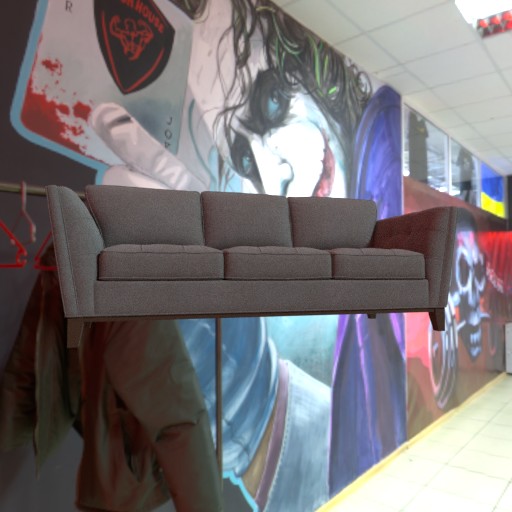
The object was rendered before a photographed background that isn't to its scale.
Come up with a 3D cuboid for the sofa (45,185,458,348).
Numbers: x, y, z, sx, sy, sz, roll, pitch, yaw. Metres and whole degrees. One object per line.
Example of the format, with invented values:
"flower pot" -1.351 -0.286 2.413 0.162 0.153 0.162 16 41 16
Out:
"sofa" 0.000 0.000 2.898 2.387 0.940 0.965 1 -2 -17
